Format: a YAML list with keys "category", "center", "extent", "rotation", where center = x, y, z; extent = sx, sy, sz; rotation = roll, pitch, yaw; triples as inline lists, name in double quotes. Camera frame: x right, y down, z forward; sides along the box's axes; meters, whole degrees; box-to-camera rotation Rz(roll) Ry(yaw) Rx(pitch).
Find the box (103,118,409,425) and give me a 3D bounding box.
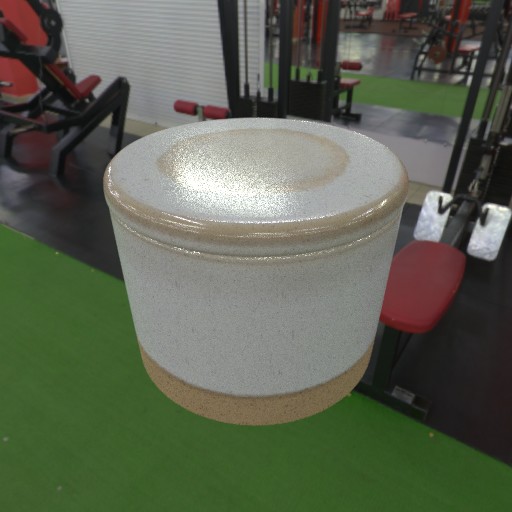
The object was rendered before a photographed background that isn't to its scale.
- category: "box"
  center: [0.000, 0.000, 0.262]
  extent: [0.154, 0.123, 0.154]
  rotation: [0, 33, 0]
